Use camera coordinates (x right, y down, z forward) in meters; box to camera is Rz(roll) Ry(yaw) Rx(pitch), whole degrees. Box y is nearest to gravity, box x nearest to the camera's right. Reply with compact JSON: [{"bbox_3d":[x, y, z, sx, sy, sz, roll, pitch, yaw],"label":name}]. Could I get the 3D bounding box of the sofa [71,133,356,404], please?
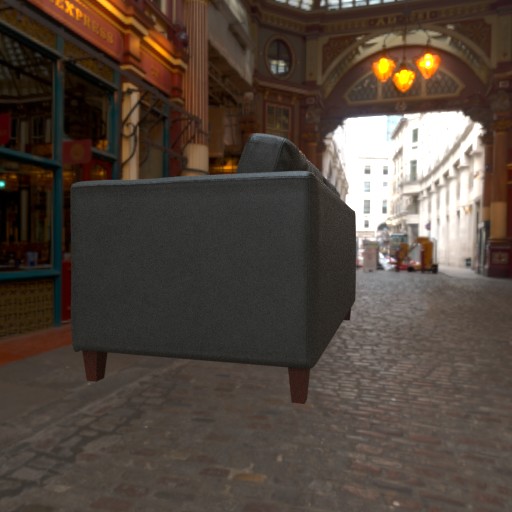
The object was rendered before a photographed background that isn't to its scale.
[{"bbox_3d":[0.000,0.000,2.417,0.951,0.933,1.883,0,2,17],"label":"sofa"}]
